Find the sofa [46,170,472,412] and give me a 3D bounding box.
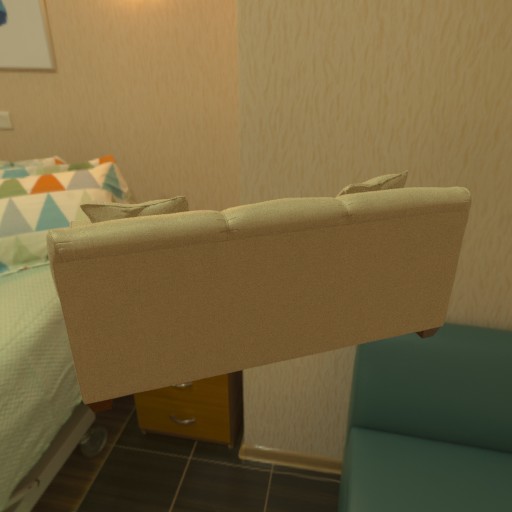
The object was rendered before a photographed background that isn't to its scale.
[{"bbox_3d":[0.000,0.000,2.555,2.024,0.958,0.997,-8,27,-16],"label":"sofa"}]
